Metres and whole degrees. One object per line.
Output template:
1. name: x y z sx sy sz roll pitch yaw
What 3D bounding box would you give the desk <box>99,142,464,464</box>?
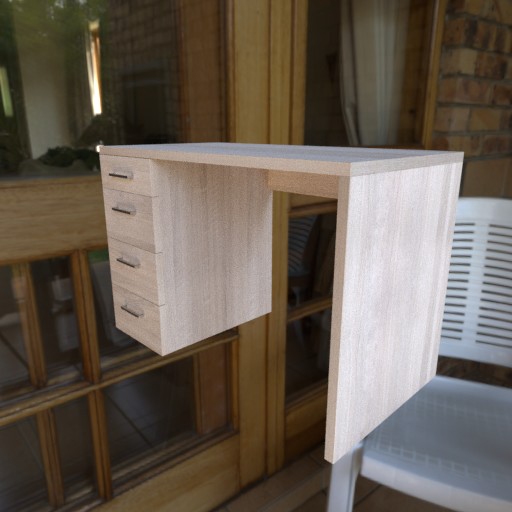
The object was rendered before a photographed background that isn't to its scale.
1. desk: 0.000 0.000 1.553 0.600 0.731 1.100 -15 22 -42
